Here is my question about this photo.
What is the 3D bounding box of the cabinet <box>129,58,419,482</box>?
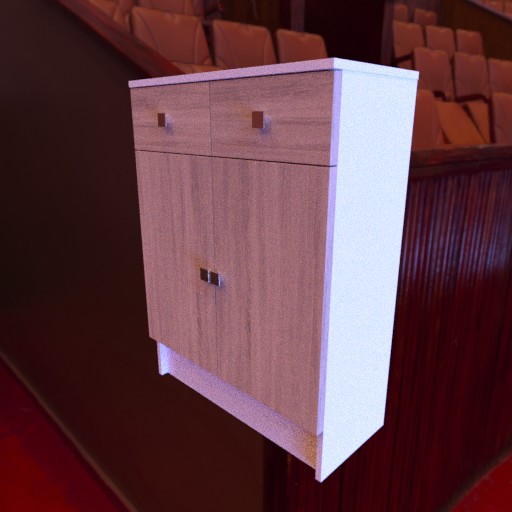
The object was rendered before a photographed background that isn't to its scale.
[{"bbox_3d":[0.000,0.000,1.083,0.600,0.815,0.296,16,23,42],"label":"cabinet"}]
